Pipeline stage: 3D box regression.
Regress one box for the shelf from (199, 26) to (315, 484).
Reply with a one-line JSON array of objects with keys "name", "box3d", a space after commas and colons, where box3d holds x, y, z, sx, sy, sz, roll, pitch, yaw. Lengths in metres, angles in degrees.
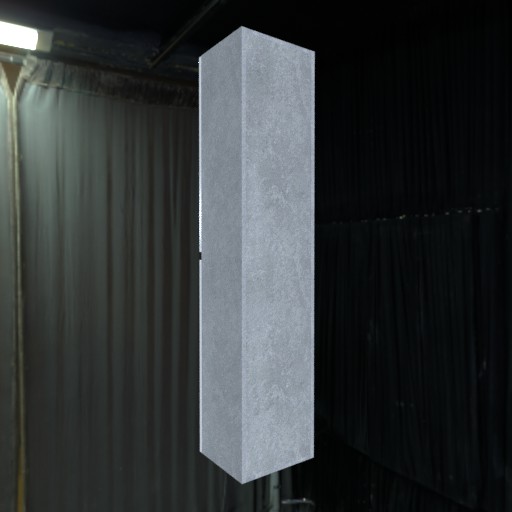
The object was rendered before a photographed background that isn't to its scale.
[{"name": "shelf", "box3d": [0.000, 0.000, 1.552, 0.300, 1.400, 0.270, -1, 1, -36]}]
